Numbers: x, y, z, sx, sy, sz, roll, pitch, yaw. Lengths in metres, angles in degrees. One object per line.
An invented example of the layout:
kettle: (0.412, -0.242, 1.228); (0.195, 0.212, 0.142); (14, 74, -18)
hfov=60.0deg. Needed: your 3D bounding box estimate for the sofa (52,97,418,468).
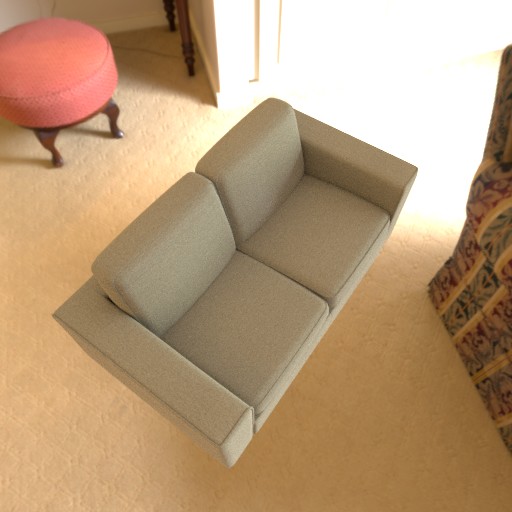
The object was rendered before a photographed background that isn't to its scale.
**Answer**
sofa: (0.000, 0.000, 2.422); (1.007, 0.924, 1.812); (31, 63, 18)
